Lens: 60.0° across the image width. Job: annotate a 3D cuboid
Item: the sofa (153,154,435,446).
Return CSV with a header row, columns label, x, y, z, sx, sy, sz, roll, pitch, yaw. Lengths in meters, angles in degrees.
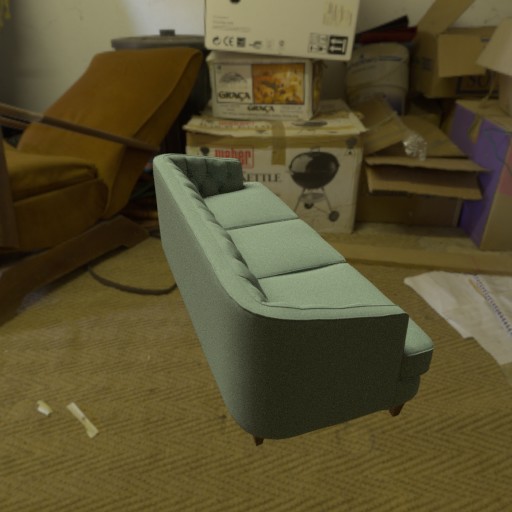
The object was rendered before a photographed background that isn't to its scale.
label,x,y,z,sx,sy,sz,roll,pitch,yaw
sofa,0.000,0.000,2.784,0.941,0.855,2.278,-11,31,-18
